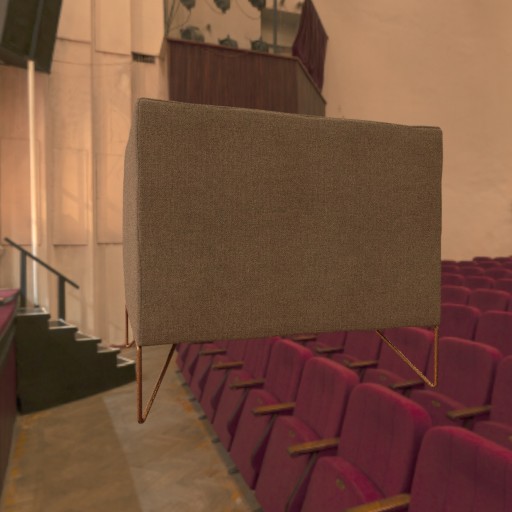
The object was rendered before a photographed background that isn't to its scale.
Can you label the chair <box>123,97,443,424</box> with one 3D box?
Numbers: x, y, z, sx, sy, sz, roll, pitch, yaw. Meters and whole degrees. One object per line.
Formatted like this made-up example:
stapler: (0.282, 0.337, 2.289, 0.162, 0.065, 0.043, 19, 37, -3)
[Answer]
chair: (0.000, 0.000, 1.619, 0.920, 0.799, 0.912, 0, 2, -18)
